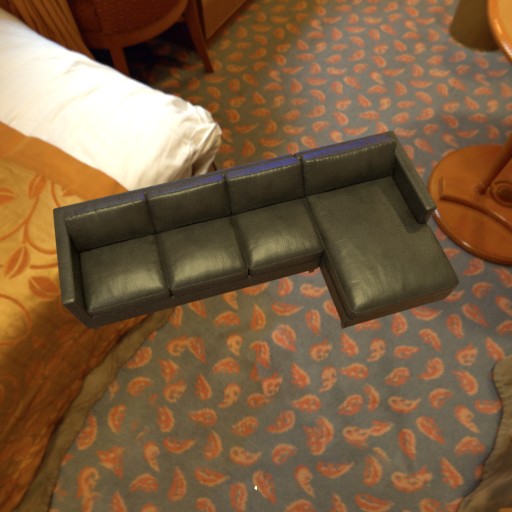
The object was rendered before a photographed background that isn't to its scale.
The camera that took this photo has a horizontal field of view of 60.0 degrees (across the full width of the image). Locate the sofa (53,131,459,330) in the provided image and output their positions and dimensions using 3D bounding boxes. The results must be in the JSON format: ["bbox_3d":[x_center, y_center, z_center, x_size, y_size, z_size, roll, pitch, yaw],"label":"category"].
[{"bbox_3d":[0.000,0.000,3.942,3.203,0.883,1.581,-15,63,-7],"label":"sofa"}]
